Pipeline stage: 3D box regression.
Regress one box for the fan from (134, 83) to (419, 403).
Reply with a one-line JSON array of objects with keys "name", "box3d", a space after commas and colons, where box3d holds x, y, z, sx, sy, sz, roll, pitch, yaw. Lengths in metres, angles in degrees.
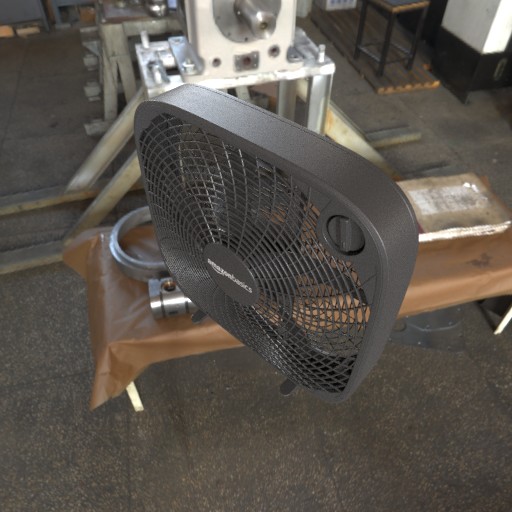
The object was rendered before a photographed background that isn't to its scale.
[{"name": "fan", "box3d": [0.000, 0.000, 0.810, 0.526, 0.533, 0.142, 33, 55, 27]}]
